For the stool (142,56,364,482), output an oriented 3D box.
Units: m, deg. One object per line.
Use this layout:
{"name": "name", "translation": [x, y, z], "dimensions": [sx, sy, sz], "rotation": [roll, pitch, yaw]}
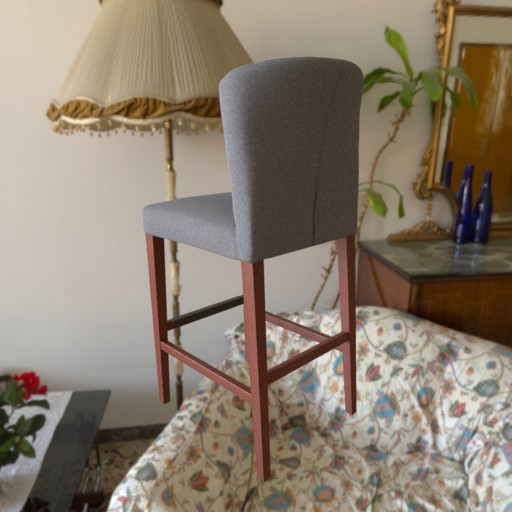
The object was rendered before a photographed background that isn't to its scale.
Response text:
{"name": "stool", "translation": [0.000, 0.000, 1.364], "dimensions": [0.481, 1.069, 0.568], "rotation": [-15, 21, -42]}
